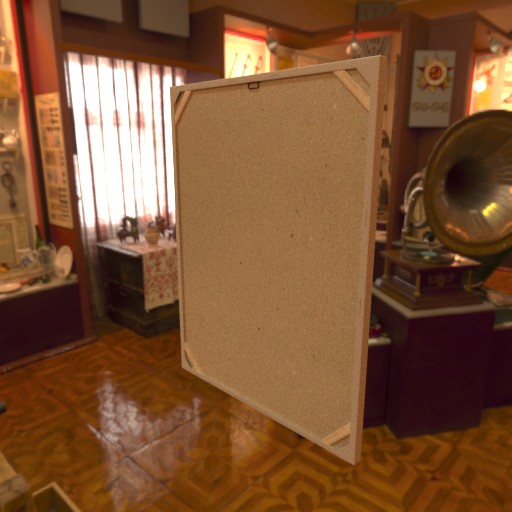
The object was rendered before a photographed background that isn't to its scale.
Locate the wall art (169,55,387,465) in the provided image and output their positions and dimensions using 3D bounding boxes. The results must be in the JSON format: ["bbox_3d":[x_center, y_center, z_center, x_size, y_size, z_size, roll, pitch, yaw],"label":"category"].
[{"bbox_3d":[0.000,0.000,1.588,0.914,1.212,0.038,13,19,43],"label":"wall art"}]
